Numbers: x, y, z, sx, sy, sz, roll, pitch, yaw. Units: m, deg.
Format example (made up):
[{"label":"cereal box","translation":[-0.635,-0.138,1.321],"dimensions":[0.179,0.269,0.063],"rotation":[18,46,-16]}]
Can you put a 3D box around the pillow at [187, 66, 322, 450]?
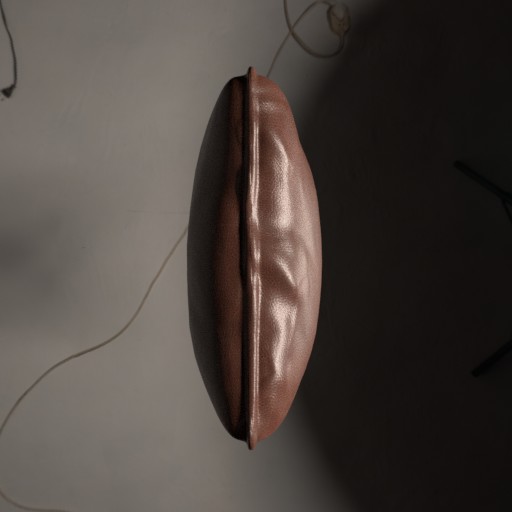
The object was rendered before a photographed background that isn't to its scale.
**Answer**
[{"label":"pillow","translation":[0.000,0.000,0.835],"dimensions":[0.236,0.523,0.532],"rotation":[0,90,0]}]
